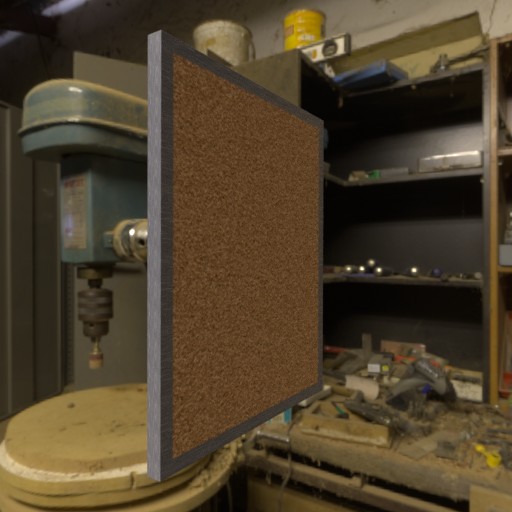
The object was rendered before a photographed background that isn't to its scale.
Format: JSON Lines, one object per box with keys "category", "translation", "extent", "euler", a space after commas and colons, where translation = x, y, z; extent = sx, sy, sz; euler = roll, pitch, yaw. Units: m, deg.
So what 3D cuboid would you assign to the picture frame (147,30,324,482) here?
{"category": "picture frame", "translation": [0.000, 0.000, 0.742], "extent": [0.029, 0.559, 0.454], "euler": [0, 0, 35]}
